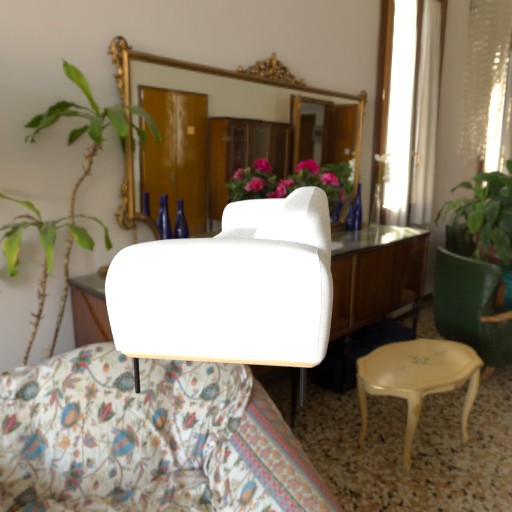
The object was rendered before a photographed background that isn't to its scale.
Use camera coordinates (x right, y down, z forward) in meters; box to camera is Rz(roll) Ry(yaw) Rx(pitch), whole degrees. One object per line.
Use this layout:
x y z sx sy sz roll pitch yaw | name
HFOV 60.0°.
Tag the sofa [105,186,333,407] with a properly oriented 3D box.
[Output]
0.000 0.000 2.699 0.880 0.780 2.257 2 12 8 | sofa
